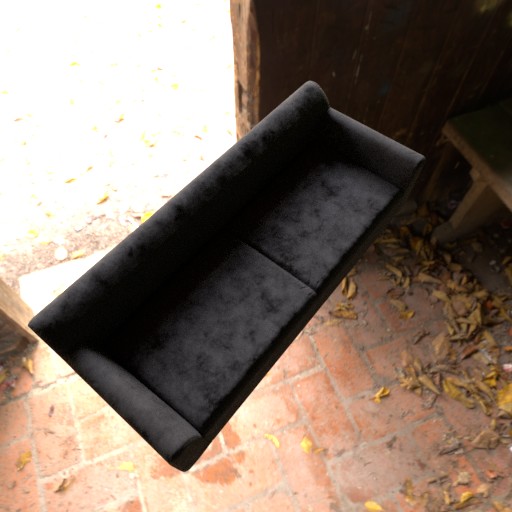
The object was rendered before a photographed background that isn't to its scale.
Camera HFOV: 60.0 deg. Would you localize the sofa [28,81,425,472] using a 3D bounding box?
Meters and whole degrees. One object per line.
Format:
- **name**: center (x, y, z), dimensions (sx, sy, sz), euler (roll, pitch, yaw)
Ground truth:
- **sofa**: center (0.000, 0.000, 2.571), dimensions (0.900, 0.740, 2.190), euler (35, 65, 19)
